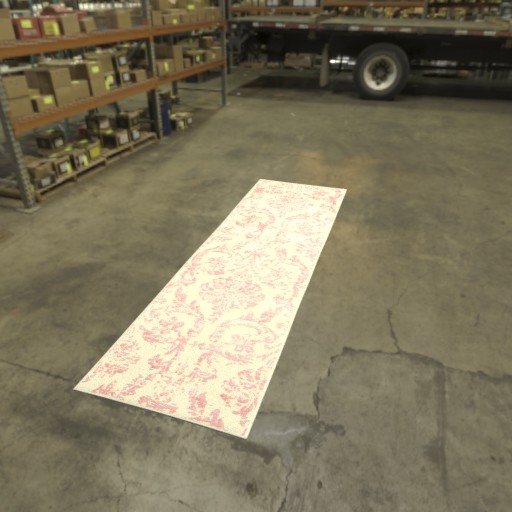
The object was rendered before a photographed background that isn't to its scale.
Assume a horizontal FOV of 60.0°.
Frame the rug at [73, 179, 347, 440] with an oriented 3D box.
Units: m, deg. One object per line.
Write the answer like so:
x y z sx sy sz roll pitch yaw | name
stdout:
0.000 0.000 2.398 0.662 0.011 2.196 10 32 16 | rug
